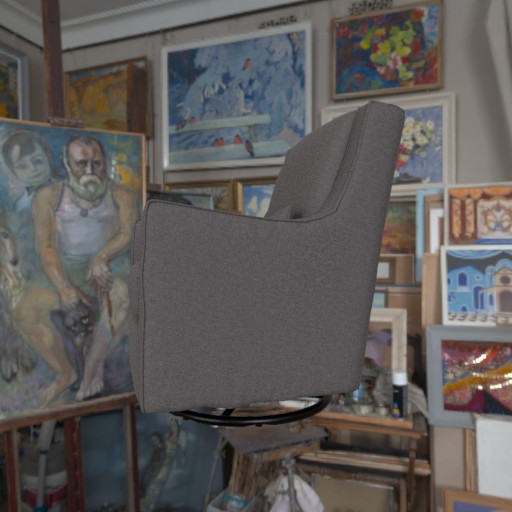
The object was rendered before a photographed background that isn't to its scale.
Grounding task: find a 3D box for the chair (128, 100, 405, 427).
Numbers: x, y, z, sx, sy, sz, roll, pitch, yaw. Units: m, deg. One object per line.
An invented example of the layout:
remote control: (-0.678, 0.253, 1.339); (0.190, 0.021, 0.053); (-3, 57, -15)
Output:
chair: (0.000, 0.000, 1.593); (0.879, 0.993, 0.732); (0, 0, -18)
